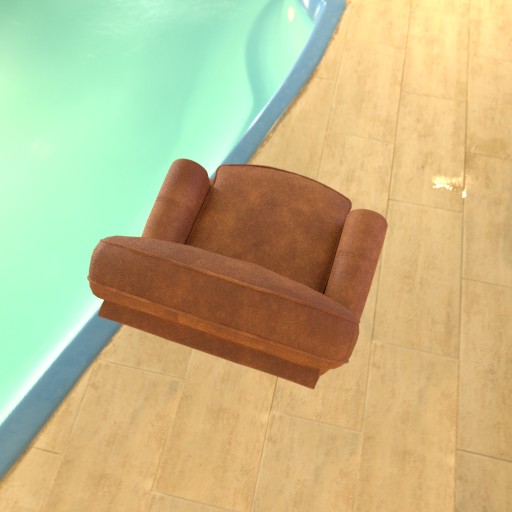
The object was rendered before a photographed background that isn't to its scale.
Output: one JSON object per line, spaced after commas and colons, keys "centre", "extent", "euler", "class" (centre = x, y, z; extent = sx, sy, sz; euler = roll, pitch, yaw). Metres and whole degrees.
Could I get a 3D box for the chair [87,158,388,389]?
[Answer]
{"centre": [0.000, 0.000, 1.790], "extent": [0.936, 1.018, 0.986], "euler": [17, 66, 8], "class": "chair"}
